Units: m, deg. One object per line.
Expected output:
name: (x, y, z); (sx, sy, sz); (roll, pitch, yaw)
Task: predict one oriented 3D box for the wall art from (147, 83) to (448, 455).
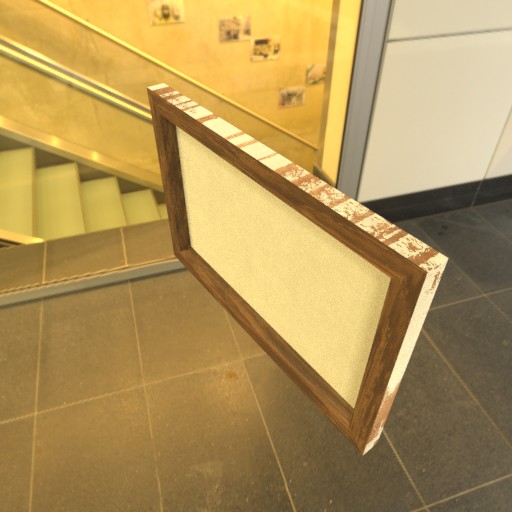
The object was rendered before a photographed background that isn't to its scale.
wall art: (0.000, 0.000, 0.763); (0.035, 0.405, 0.609); (-27, 48, -27)
